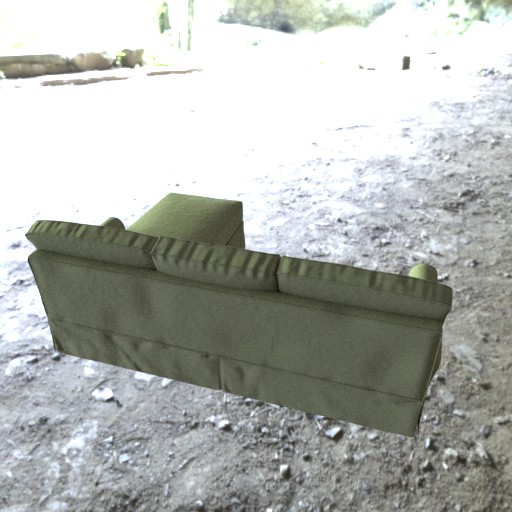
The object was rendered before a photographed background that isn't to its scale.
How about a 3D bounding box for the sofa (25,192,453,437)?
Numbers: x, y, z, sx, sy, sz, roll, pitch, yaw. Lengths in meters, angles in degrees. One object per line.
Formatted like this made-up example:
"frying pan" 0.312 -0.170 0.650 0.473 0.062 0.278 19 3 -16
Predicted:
"sofa" 0.000 0.000 3.221 2.475 0.978 1.733 9 33 14
